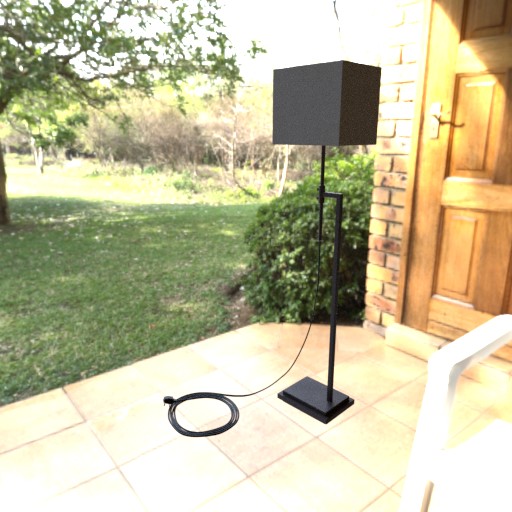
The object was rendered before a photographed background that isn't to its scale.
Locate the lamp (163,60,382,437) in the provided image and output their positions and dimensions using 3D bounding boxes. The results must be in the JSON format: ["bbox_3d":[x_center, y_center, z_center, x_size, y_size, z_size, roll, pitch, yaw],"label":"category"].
[{"bbox_3d":[0.000,0.000,2.017,0.774,1.600,0.698,-15,21,-43],"label":"lamp"}]
